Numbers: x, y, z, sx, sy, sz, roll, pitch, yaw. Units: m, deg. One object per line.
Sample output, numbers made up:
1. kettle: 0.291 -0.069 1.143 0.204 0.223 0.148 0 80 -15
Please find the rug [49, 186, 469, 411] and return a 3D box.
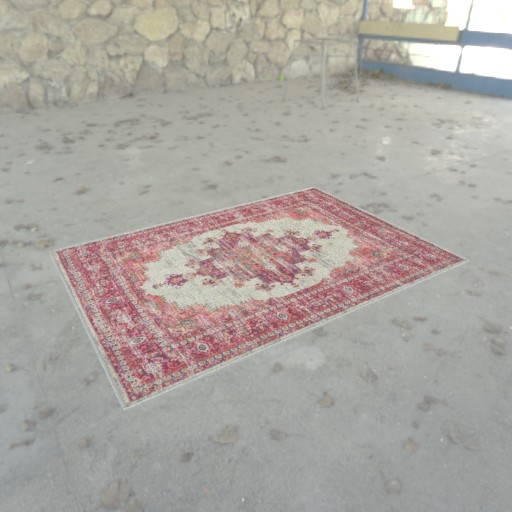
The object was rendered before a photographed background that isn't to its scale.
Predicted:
1. rug: 0.000 0.000 2.238 1.747 0.011 1.217 -17 34 -28
